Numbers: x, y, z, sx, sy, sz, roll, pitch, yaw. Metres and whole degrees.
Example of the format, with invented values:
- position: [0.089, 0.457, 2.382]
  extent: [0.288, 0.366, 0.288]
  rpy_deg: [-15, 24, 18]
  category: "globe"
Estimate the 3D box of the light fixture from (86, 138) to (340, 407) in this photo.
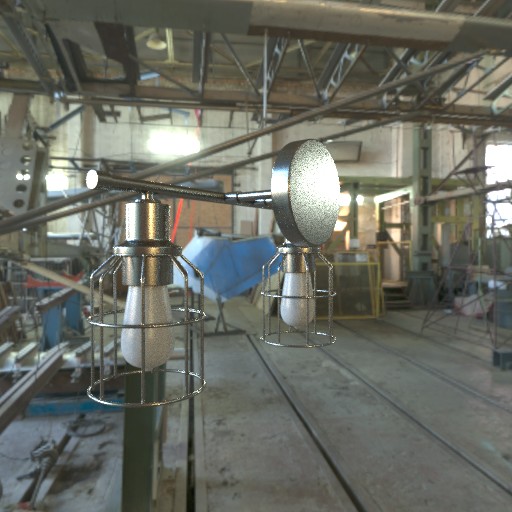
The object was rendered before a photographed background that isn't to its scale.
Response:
- position: [0.000, 0.000, 0.531]
  extent: [0.165, 0.254, 0.406]
  rpy_deg: [1, 1, 36]
  category: "light fixture"
